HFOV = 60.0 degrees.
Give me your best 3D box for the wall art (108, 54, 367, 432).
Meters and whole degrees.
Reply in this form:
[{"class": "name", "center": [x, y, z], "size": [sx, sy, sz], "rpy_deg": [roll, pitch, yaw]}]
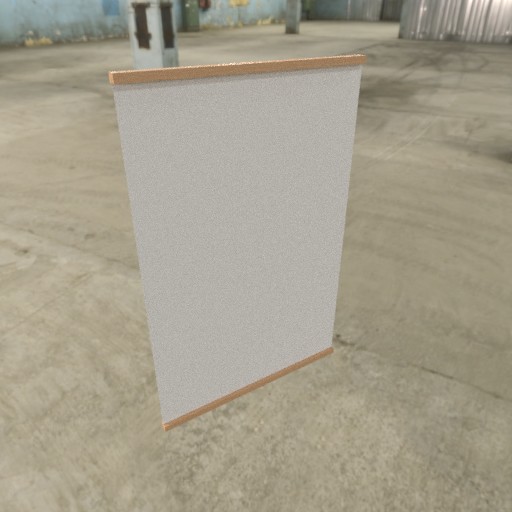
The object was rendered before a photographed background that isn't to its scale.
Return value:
[{"class": "wall art", "center": [0.000, 0.000, 0.760], "size": [0.401, 0.611, 0.016], "rpy_deg": [-17, 34, -28]}]
